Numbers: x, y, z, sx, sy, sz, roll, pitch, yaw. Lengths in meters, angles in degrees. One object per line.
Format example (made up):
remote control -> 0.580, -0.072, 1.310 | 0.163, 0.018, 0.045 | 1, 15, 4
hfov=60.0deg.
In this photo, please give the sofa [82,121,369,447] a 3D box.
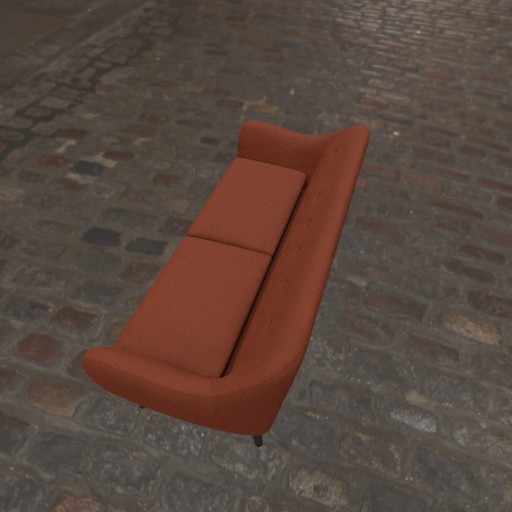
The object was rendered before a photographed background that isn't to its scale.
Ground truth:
sofa -> 0.000, 0.000, 2.285 | 0.820, 0.836, 1.840 | 14, 48, 13
